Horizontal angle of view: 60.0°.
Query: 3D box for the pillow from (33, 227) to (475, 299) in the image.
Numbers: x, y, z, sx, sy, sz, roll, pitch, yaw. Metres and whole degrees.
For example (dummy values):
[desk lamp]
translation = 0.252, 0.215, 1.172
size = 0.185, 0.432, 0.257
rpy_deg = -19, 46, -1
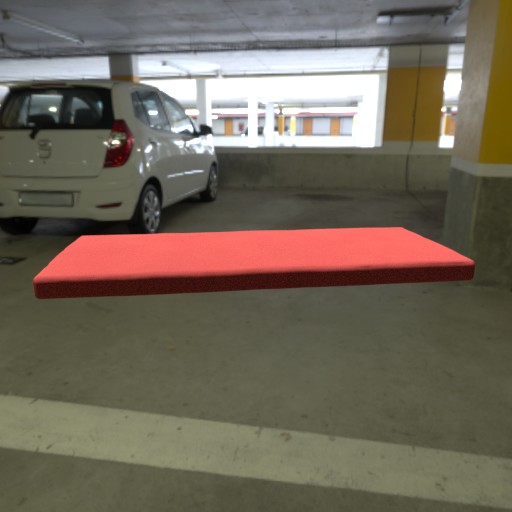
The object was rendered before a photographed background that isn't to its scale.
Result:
[pillow]
translation = 0.000, 0.000, 1.363
size = 1.187, 0.081, 0.492
rpy_deg = -2, 16, -7
